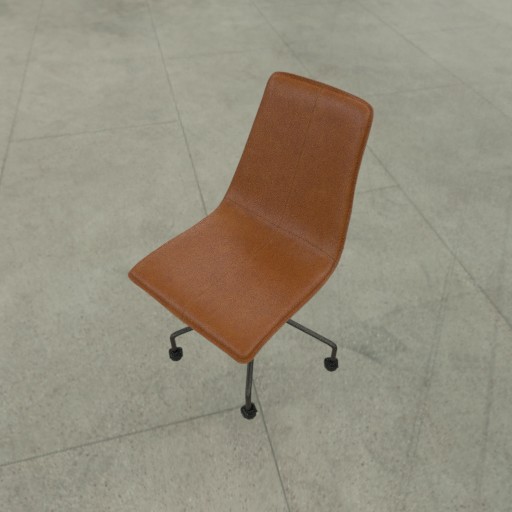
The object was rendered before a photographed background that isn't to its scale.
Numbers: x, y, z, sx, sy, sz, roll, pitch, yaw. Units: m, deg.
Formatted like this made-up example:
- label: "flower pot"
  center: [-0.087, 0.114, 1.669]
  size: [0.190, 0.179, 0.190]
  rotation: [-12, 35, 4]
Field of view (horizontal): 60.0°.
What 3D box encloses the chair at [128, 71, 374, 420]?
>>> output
- label: "chair"
  center: [0.000, 0.000, 1.404]
  size: [0.651, 0.920, 0.660]
  rotation: [31, 53, 27]
